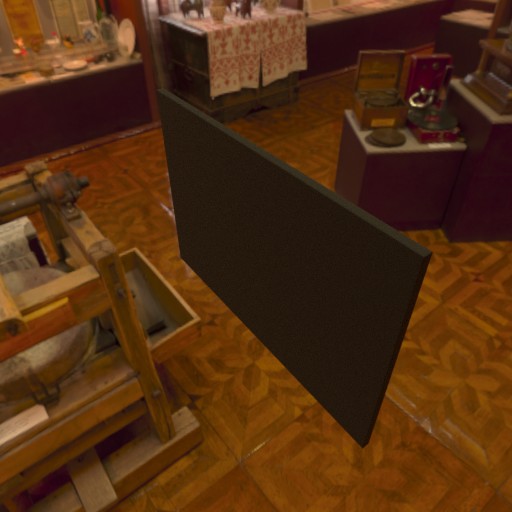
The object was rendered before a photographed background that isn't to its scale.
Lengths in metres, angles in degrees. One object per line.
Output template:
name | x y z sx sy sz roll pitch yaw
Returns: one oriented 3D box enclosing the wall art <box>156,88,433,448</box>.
wall art | 0.000 0.000 1.242 0.026 0.656 0.958 -26 47 -27
